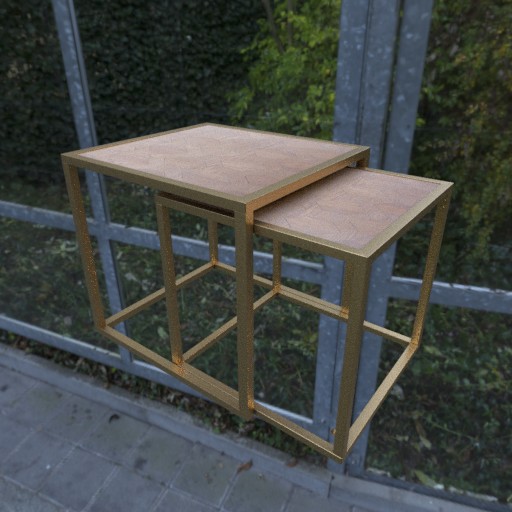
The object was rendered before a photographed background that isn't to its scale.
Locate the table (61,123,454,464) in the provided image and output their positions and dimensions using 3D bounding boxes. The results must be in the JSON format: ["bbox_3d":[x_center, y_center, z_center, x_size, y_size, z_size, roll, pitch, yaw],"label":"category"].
[{"bbox_3d":[0.000,0.000,1.120,0.762,0.505,0.505,19,32,32],"label":"table"}]
